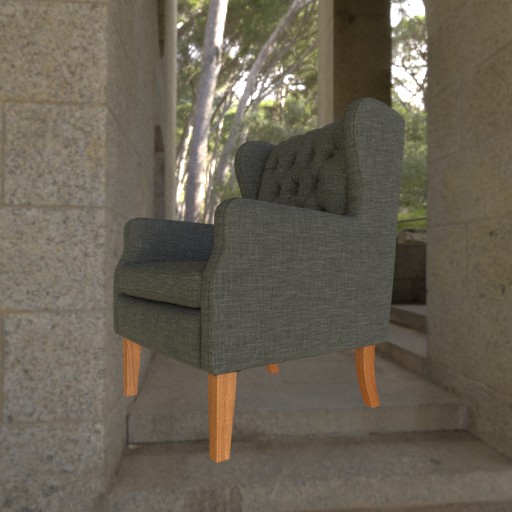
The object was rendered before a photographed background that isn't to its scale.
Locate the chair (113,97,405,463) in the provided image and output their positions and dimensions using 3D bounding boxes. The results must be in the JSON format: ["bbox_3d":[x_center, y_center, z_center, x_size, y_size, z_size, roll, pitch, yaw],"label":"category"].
[{"bbox_3d":[0.000,0.000,1.468,0.775,0.953,0.711,0,0,-35],"label":"chair"}]
